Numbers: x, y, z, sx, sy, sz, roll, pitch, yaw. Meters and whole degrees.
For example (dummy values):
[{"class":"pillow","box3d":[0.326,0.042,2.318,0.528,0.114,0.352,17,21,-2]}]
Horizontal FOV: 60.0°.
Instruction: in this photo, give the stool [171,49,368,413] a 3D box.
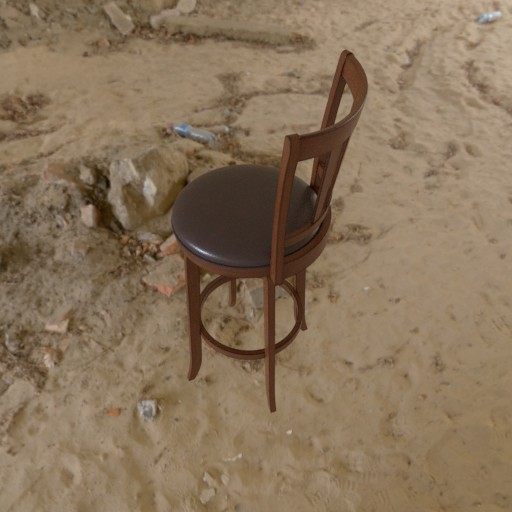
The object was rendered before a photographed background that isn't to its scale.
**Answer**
[{"class":"stool","box3d":[0.000,0.000,1.428,0.503,1.177,0.464,16,48,15]}]
